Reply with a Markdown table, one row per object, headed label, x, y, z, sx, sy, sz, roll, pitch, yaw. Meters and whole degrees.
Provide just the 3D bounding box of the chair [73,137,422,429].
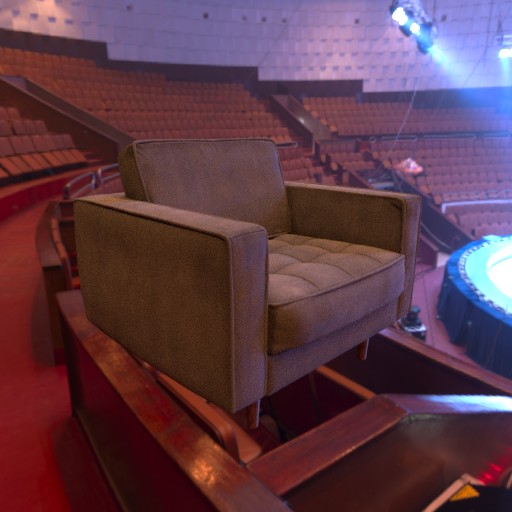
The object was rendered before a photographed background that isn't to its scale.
| label | x | y | z | sx | sy | sz | roll | pitch | yaw |
| --- | --- | --- | --- | --- | --- | --- | --- | --- | --- |
| chair | 0.000 | 0.000 | 1.514 | 0.928 | 0.773 | 0.843 | -15 | 21 | -42 |
